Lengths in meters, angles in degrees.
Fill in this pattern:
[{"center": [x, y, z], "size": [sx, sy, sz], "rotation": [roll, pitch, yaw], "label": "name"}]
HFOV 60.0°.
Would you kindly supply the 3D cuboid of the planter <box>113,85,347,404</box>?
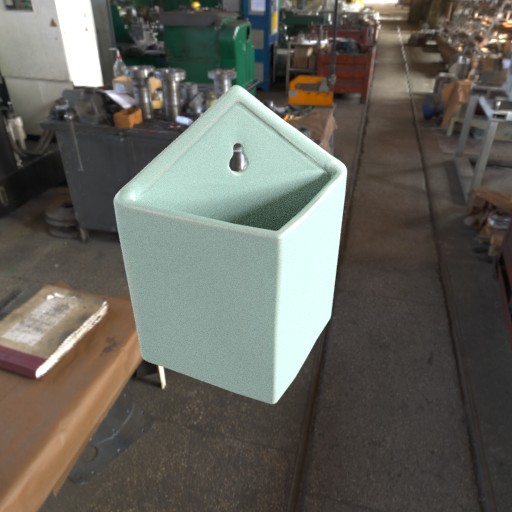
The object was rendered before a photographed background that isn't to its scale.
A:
[{"center": [0.000, 0.000, 0.288], "size": [0.164, 0.197, 0.079], "rotation": [-10, 34, -16], "label": "planter"}]
